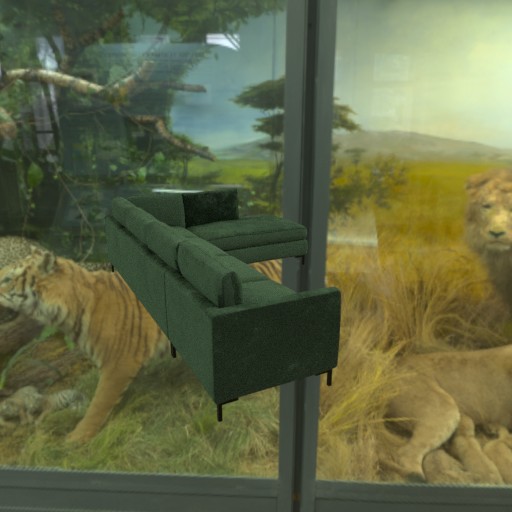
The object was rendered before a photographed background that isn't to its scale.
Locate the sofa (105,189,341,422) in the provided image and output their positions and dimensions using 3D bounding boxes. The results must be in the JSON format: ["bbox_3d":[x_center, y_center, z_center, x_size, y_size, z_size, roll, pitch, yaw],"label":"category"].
[{"bbox_3d":[0.000,0.000,3.255,1.707,0.687,2.486,-8,18,-27],"label":"sofa"}]
